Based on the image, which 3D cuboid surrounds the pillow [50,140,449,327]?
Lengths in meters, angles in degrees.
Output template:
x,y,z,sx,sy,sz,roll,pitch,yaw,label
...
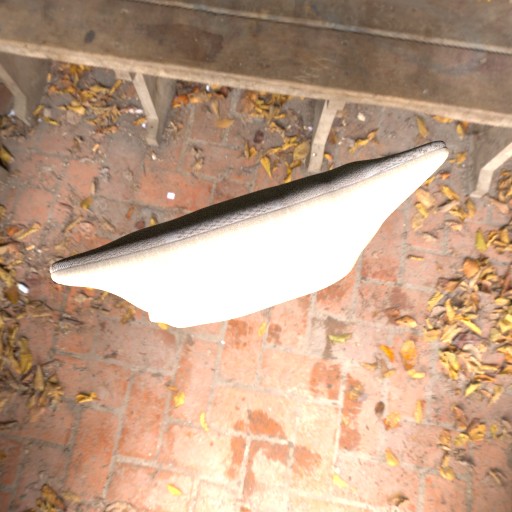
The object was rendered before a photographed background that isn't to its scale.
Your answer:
x,y,z,sx,sy,sz,roll,pitch,yaw,label
0.000,0.000,0.665,0.436,0.432,0.138,-18,76,-5,pillow
